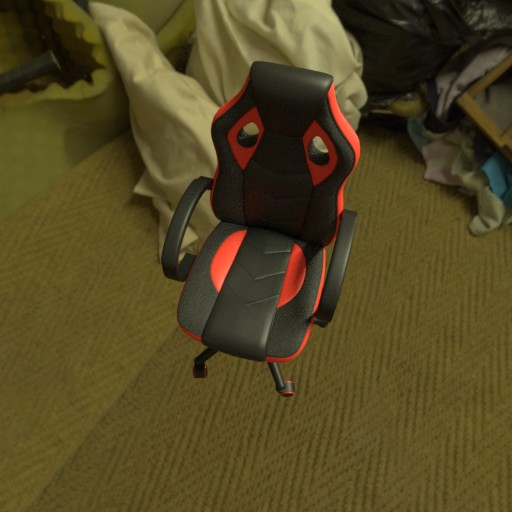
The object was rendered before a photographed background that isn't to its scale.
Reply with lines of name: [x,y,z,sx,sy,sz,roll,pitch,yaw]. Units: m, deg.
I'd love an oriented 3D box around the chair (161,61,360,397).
chair: [0.000,0.000,1.448,0.600,1.016,0.642,14,60,9]
